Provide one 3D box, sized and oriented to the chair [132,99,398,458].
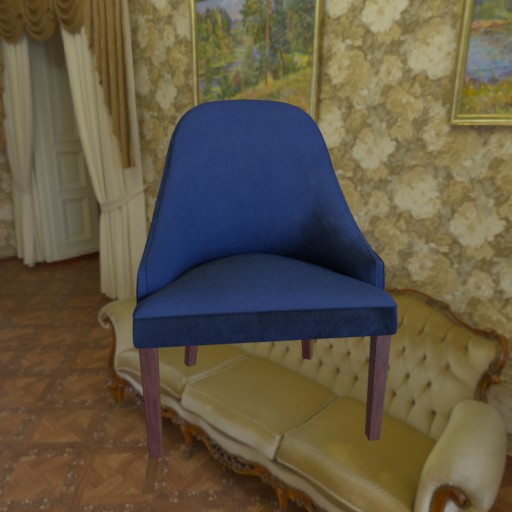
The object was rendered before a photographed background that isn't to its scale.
[{"bbox_3d":[0.000,0.000,1.284,0.643,0.889,0.575,-2,16,-6],"label":"chair"}]
